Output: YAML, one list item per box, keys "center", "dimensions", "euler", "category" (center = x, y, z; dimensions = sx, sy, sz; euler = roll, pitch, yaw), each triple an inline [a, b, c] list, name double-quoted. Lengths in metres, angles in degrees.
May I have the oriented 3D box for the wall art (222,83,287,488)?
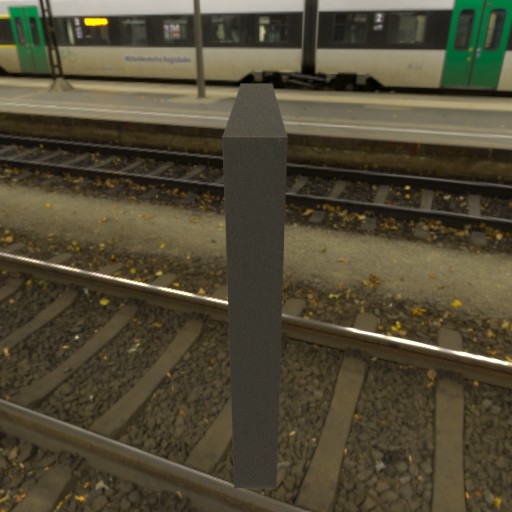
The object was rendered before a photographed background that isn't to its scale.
- center: [0.000, 0.000, 0.458]
  dimensions: [0.037, 0.305, 0.305]
  euler: [0, 27, 0]
  category: "wall art"
